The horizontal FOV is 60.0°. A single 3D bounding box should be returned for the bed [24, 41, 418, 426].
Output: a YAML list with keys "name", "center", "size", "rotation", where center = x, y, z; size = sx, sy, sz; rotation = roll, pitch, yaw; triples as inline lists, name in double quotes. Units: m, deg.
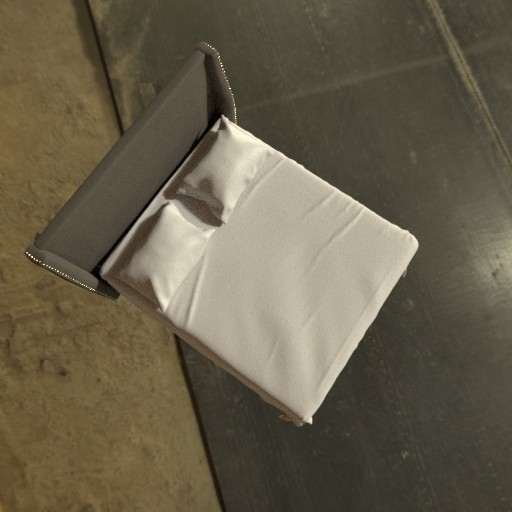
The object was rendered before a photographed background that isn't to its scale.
- name: "bed"
  center: [0.000, 0.000, 3.438]
  size: [2.276, 1.332, 1.925]
  rotation: [34, 79, 8]
